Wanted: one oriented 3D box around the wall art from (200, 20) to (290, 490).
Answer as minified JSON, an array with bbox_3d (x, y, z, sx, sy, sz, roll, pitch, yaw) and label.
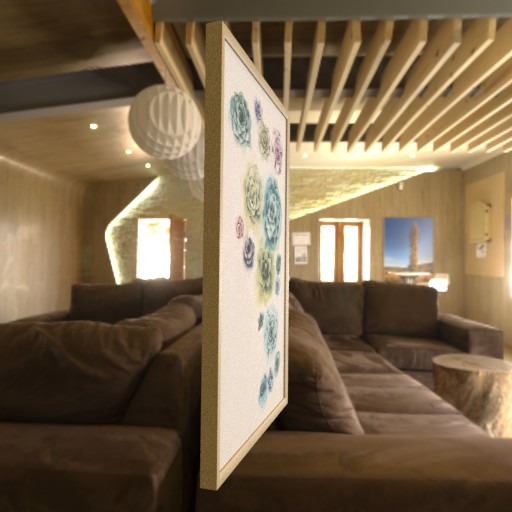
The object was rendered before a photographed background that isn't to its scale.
[{"bbox_3d":[0.000,0.000,1.009,0.039,0.810,0.510,0,-1,18],"label":"wall art"}]
